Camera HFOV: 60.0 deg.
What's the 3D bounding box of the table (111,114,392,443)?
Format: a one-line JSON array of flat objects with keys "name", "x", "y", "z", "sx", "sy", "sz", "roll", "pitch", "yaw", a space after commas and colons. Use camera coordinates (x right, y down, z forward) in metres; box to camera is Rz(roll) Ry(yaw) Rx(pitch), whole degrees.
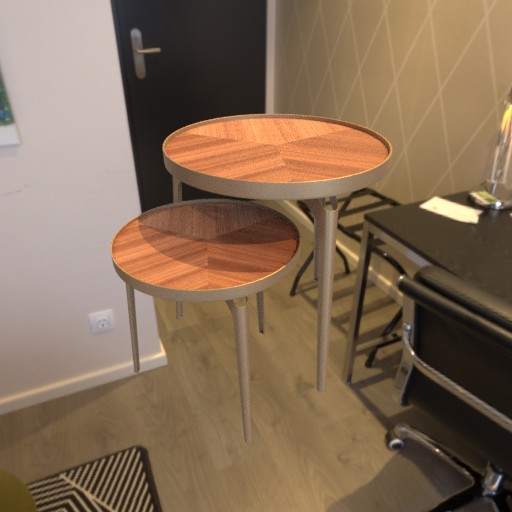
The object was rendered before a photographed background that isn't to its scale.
[{"name": "table", "x": 0.000, "y": 0.000, "z": 1.134, "sx": 0.532, "sy": 0.555, "sz": 0.751, "roll": 20, "pitch": 36, "yaw": 30}]
